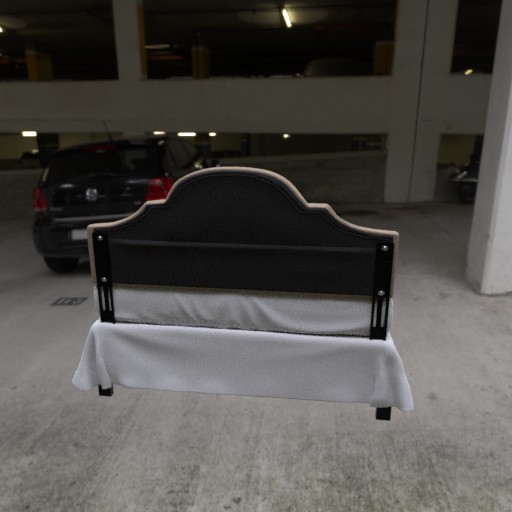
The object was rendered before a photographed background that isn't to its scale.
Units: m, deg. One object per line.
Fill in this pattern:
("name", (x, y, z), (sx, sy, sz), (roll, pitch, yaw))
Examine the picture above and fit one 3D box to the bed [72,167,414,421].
("bed", (0.000, 0.000, 3.766), (2.303, 1.631, 2.222), (2, 16, 8))
